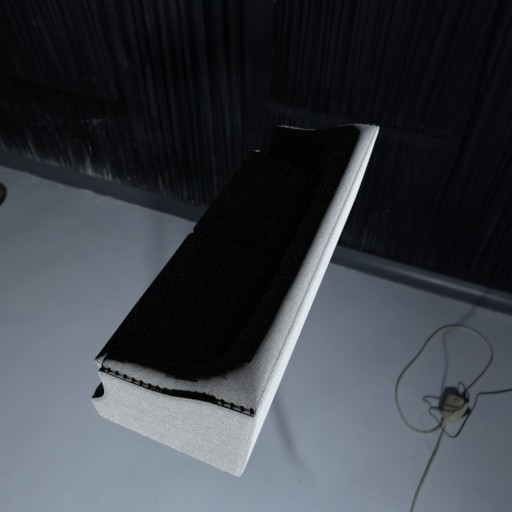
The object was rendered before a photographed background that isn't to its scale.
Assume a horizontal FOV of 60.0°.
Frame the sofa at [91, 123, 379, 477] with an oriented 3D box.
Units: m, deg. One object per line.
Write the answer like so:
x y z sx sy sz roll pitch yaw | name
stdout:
0.000 0.000 2.715 0.914 0.901 2.235 16 48 15 | sofa
